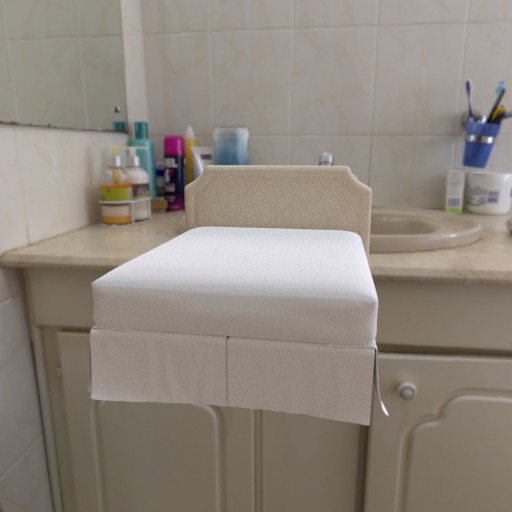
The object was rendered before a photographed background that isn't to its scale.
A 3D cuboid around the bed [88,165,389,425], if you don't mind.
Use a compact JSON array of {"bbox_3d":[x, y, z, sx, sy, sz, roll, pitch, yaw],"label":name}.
[{"bbox_3d":[0.000,0.000,3.363,1.827,1.296,2.209,2,13,10],"label":"bed"}]
